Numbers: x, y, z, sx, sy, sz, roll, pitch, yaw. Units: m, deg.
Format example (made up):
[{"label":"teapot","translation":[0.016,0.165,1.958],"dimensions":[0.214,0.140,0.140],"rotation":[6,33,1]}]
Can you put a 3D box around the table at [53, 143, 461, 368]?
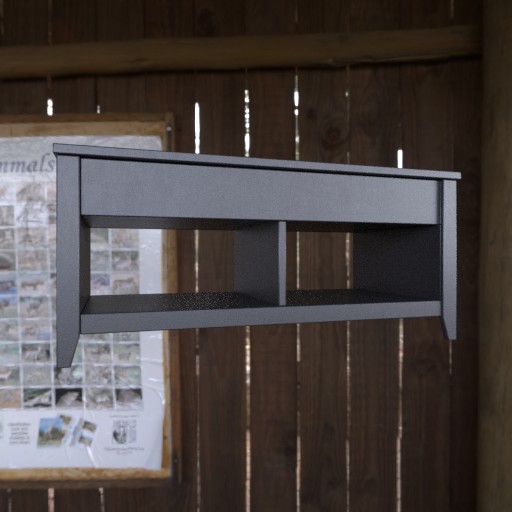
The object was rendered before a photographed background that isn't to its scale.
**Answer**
[{"label":"table","translation":[0.000,0.000,1.278],"dimensions":[1.016,0.457,0.483],"rotation":[0,0,-18]}]
